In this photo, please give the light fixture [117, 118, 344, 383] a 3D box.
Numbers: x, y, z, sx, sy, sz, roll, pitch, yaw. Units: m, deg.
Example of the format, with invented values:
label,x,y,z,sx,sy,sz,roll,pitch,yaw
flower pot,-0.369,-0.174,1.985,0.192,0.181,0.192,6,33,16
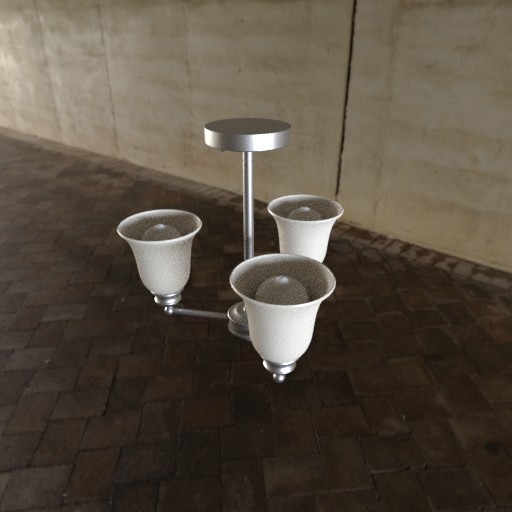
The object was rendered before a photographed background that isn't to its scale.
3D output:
label,x,y,z,sx,sy,sz,roll,pitch,yaw
light fixture,0.000,0.000,0.667,0.388,0.370,0.354,-8,28,-16
